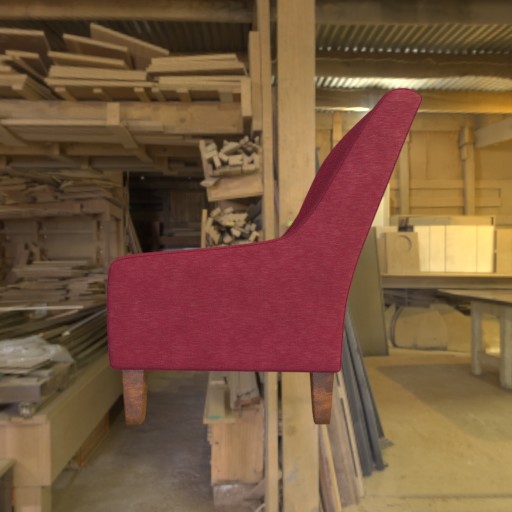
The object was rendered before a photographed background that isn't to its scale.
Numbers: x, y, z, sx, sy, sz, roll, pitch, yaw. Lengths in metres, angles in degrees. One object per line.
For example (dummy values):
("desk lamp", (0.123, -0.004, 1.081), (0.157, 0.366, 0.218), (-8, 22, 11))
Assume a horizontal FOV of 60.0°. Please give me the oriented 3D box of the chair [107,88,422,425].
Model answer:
("chair", (0.000, 0.000, 1.691), (0.985, 1.017, 0.793), (0, 1, 0))
